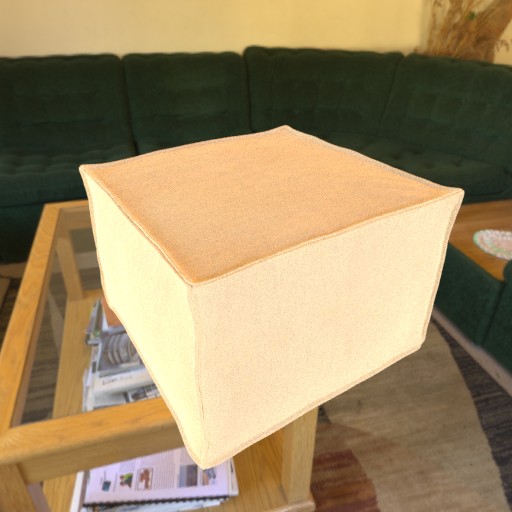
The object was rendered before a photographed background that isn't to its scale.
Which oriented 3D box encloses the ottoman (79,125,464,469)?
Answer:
[{"bbox_3d":[0.000,0.000,1.161,0.707,0.470,0.696,-19,36,-28],"label":"ottoman"}]
